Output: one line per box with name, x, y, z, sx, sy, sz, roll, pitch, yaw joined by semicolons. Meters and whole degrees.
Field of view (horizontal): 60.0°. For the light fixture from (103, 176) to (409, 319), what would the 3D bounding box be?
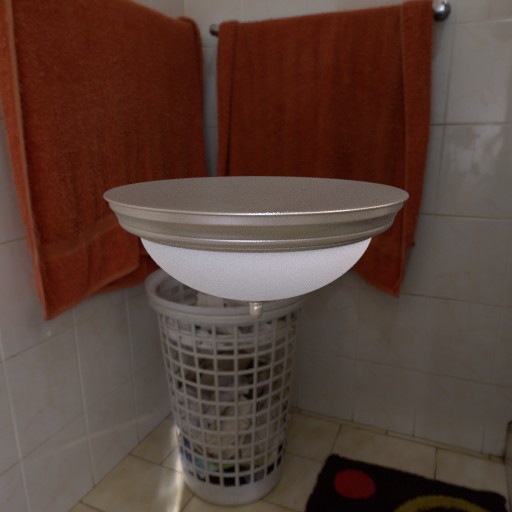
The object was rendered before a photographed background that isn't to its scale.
light fixture;0.000;0.000;0.445;0.280;0.135;0.280;0;15;0
